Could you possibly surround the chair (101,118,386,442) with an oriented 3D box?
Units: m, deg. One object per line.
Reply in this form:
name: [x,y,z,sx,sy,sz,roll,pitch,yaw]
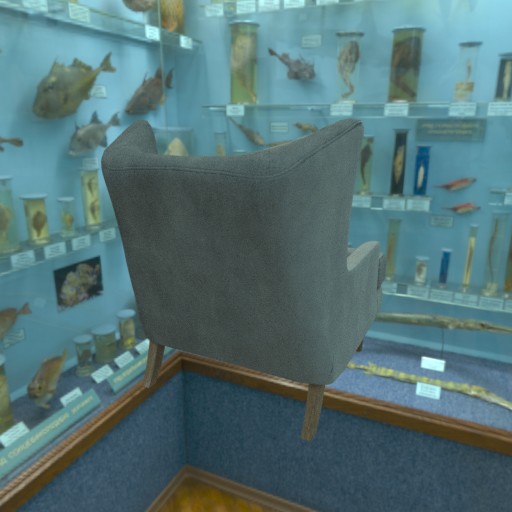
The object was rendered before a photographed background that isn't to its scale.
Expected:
chair: [0.000,0.000,1.611,0.784,0.950,0.906,8,19,26]
